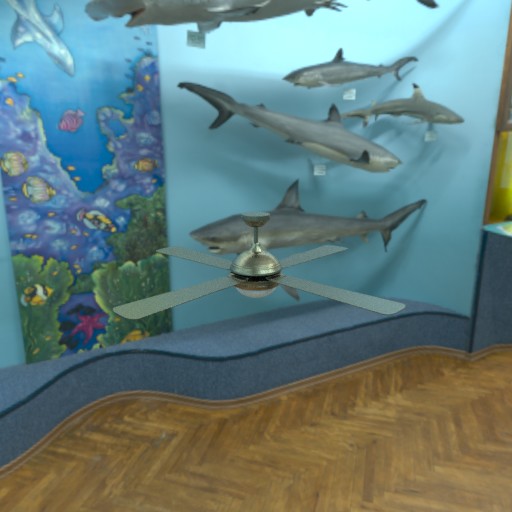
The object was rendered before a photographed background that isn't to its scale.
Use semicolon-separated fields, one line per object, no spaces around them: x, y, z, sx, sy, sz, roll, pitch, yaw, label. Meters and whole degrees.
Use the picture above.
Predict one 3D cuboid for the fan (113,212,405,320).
0.000;0.000;1.996;1.321;0.381;1.321;-7;16;-26;fan
